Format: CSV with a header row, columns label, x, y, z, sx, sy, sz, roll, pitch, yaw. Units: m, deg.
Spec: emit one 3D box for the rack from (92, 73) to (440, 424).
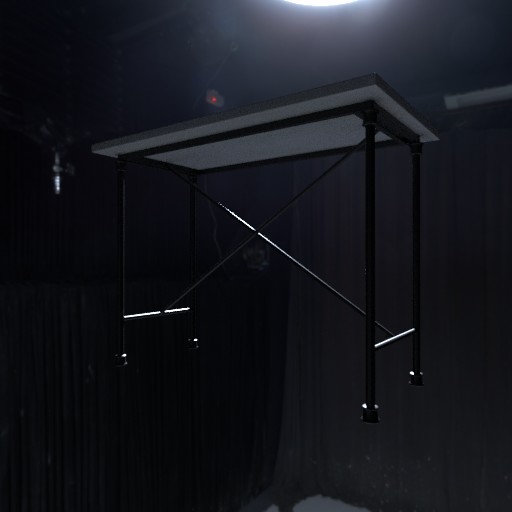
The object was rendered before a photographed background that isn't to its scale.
label,x,y,z,sx,sy,sz,roll,pitch,yaw
rack,0.000,0.000,1.654,1.159,0.880,0.613,0,0,36
